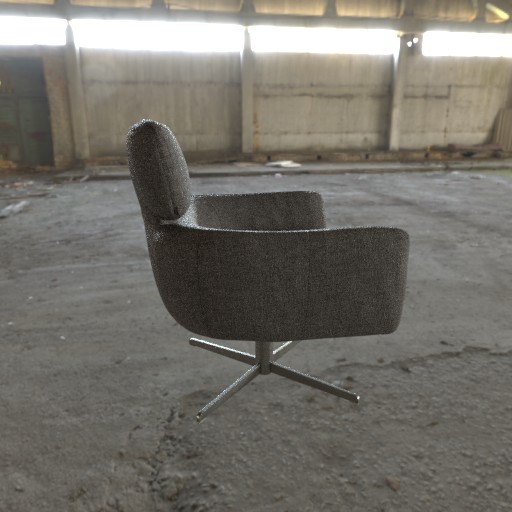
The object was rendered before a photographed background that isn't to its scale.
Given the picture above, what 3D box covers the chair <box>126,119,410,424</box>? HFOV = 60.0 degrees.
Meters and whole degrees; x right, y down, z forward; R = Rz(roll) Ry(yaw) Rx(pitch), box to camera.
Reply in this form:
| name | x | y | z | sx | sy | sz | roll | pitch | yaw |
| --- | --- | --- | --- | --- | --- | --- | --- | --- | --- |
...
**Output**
| name | x | y | z | sx | sy | sz | roll | pitch | yaw |
| --- | --- | --- | --- | --- | --- | --- | --- | --- | --- |
| chair | 0.000 | 0.000 | 1.380 | 0.715 | 0.812 | 0.706 | -3 | 17 | -10 |
